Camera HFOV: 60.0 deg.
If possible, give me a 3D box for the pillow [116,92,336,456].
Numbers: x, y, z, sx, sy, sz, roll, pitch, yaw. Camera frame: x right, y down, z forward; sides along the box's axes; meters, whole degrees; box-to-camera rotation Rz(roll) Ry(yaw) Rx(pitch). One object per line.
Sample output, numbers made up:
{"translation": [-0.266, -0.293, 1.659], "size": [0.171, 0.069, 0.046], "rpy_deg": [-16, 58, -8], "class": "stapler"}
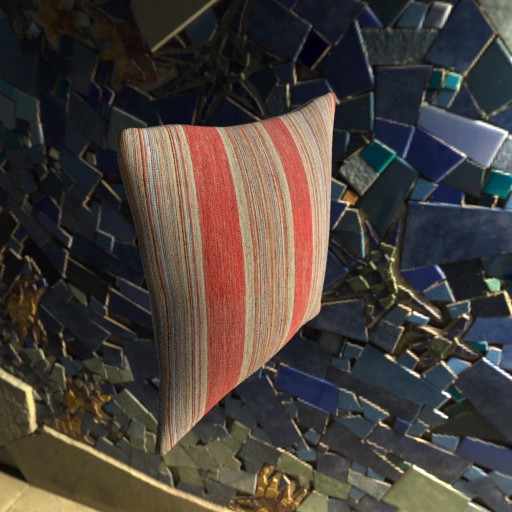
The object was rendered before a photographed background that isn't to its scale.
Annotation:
{"translation": [0.000, 0.000, 0.644], "size": [0.136, 0.419, 0.437], "rpy_deg": [17, 30, 32], "class": "pillow"}
